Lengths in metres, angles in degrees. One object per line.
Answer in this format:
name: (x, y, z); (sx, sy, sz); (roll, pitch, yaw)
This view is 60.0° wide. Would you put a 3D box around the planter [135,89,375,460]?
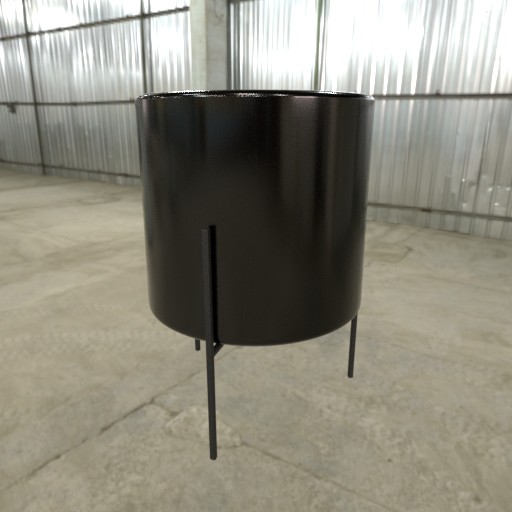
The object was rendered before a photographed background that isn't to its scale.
planter: (0.000, 0.000, 0.638); (0.310, 0.432, 0.310); (-8, 19, -25)
